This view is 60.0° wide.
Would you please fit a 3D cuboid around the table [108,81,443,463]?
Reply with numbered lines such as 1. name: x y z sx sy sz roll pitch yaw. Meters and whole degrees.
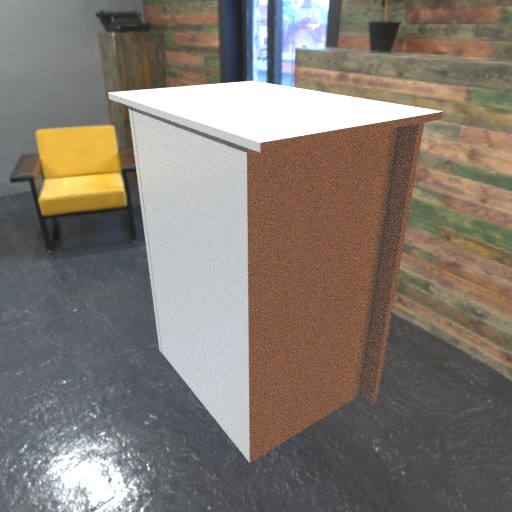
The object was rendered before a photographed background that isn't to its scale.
1. table: 0.000 0.000 1.065 0.406 0.711 0.589 -18 33 -31
